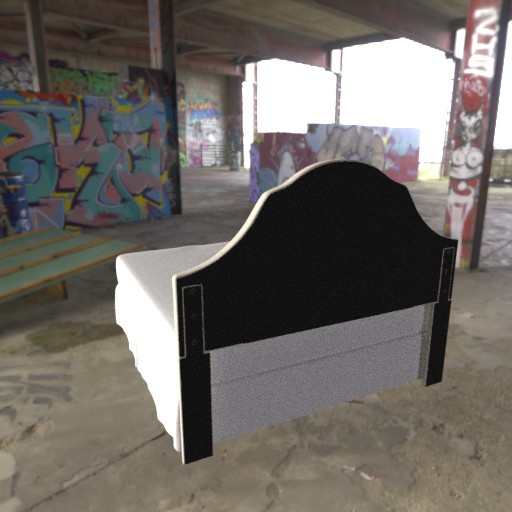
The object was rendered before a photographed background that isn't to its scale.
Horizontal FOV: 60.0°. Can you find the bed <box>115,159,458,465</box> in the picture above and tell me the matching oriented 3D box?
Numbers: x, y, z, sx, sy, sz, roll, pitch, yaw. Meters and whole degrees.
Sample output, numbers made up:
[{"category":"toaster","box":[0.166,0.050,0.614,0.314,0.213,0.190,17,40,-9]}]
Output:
[{"category":"bed","box":[0.000,0.000,3.585,2.008,1.615,2.214,-7,16,-25]}]
